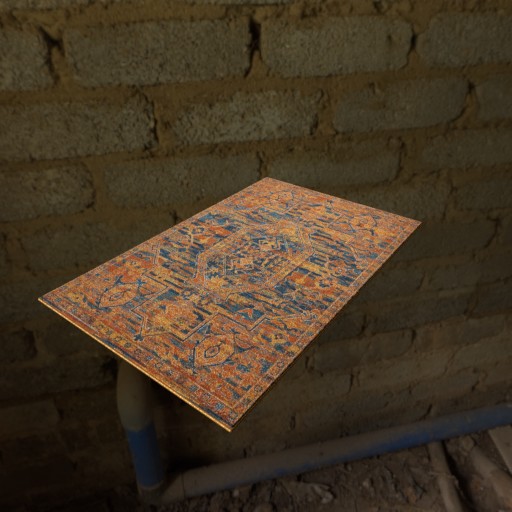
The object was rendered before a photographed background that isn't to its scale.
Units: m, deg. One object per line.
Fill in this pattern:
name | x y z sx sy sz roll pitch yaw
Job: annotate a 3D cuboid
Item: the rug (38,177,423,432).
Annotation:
rug | 0.000 0.000 1.127 0.557 0.008 0.863 22 39 31
